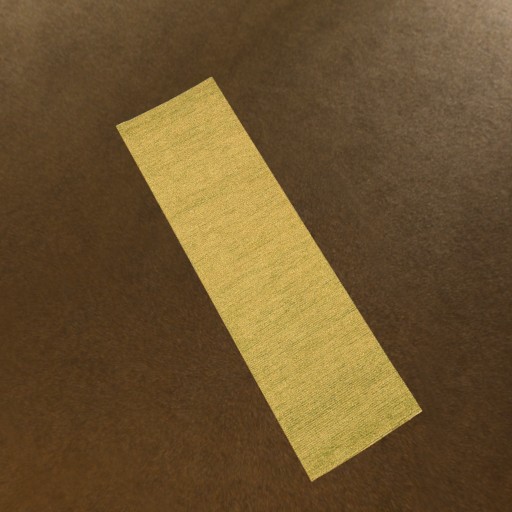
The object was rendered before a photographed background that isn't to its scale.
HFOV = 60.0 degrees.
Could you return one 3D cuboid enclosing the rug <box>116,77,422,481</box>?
[{"bbox_3d":[0.000,0.000,2.539,0.686,0.013,2.340,-29,77,-7],"label":"rug"}]
